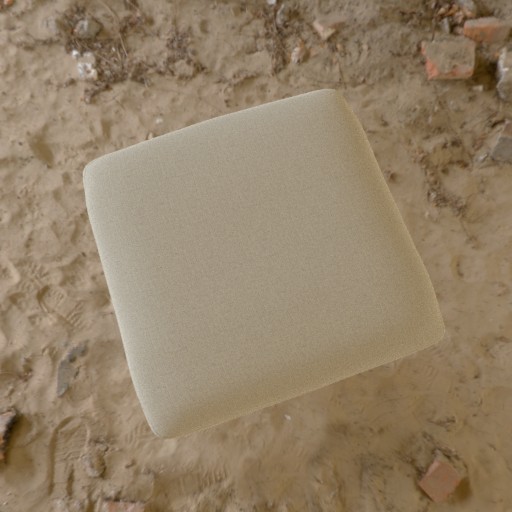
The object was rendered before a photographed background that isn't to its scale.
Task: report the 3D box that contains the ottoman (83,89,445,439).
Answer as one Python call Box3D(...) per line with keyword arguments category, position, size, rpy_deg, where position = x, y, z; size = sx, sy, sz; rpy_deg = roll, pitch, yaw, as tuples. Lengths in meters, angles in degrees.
Box3D(category="ottoman", position=(0.000, 0.000, 1.578), size=(0.996, 0.467, 0.977), rpy_deg=(-19, 77, -5))
